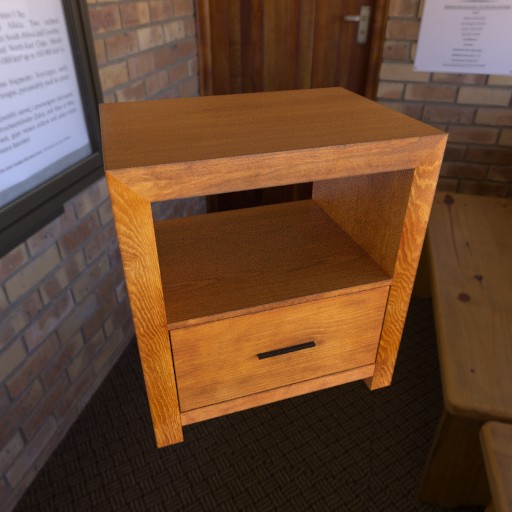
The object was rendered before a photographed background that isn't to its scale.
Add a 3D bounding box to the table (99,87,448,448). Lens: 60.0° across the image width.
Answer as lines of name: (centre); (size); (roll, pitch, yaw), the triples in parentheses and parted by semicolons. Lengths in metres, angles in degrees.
table: (0.000, 0.000, 0.981); (0.550, 0.605, 0.400); (-10, 33, -15)
